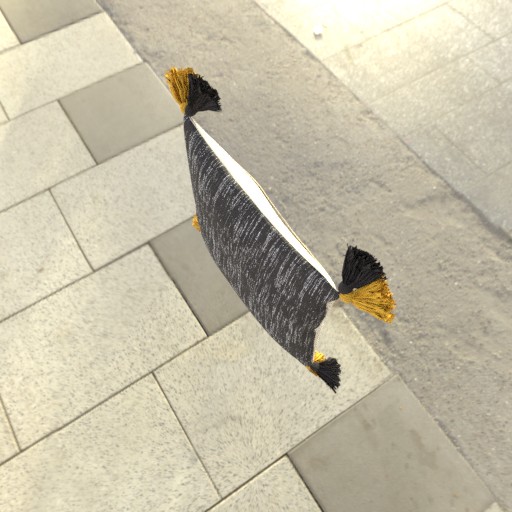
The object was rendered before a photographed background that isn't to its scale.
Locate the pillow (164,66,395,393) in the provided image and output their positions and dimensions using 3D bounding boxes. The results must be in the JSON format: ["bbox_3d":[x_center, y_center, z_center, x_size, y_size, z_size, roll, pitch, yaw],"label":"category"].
[{"bbox_3d":[0.000,0.000,0.997,0.139,0.659,0.654,-32,68,-15],"label":"pillow"}]
